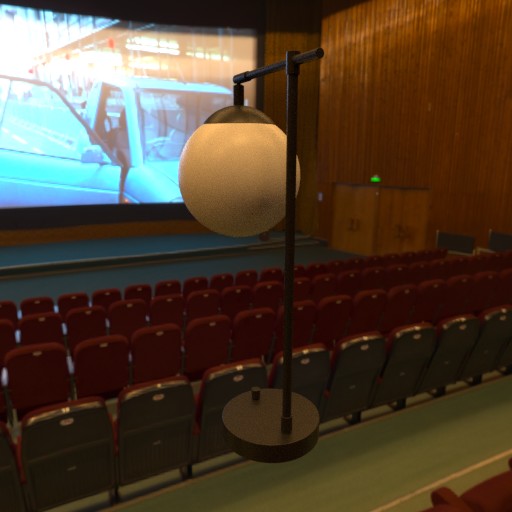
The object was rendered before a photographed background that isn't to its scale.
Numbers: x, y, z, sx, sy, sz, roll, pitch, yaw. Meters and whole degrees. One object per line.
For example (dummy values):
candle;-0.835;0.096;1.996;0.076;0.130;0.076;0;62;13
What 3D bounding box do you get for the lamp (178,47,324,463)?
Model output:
lamp;0.000;0.000;0.696;0.197;0.559;0.316;-7;15;-26
